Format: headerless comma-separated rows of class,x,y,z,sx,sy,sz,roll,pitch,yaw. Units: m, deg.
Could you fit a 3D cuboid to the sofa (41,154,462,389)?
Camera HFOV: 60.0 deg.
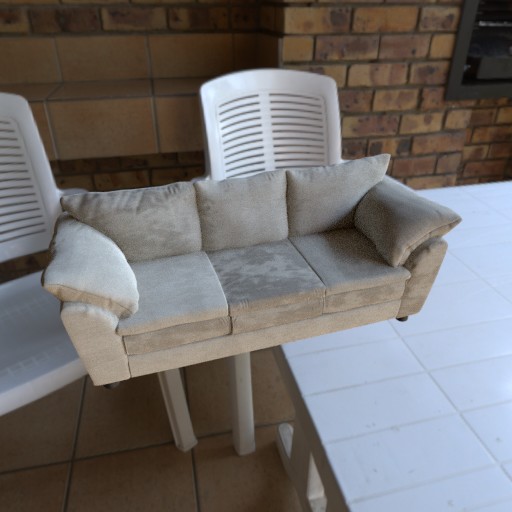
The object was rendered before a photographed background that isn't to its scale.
sofa,0.000,0.000,2.835,2.377,0.981,0.893,-9,31,-16
